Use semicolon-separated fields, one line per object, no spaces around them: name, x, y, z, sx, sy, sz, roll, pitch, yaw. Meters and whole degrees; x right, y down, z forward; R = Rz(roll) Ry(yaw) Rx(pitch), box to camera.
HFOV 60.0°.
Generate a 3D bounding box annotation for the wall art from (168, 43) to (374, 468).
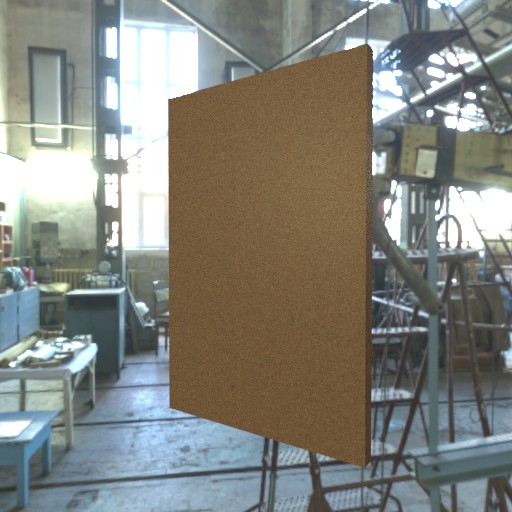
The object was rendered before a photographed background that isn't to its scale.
wall art;0.000;0.000;1.146;0.610;0.914;0.037;1;2;36
